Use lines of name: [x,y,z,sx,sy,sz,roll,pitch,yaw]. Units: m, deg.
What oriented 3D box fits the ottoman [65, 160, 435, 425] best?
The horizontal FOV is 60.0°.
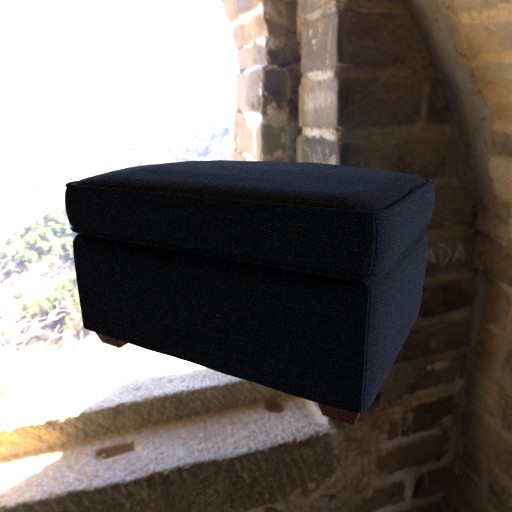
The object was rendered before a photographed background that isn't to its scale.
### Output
ottoman: [0.000,0.000,1.097,0.749,0.450,0.549,9,19,28]
